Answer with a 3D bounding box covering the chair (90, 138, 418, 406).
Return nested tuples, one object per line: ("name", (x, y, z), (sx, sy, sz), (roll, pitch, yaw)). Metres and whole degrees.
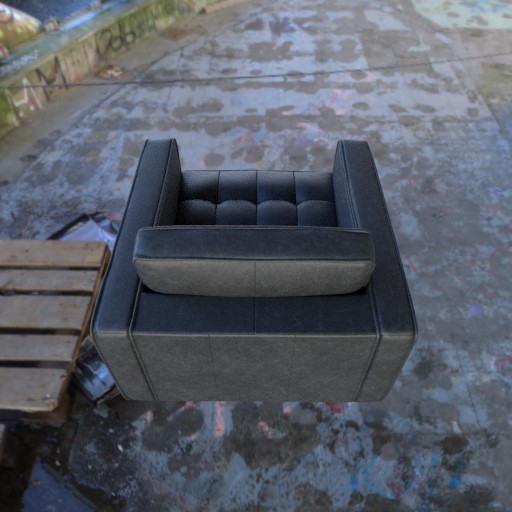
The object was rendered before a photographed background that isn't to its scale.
("chair", (0.000, 0.000, 1.599), (0.889, 0.763, 0.914), (0, 49, 0))
